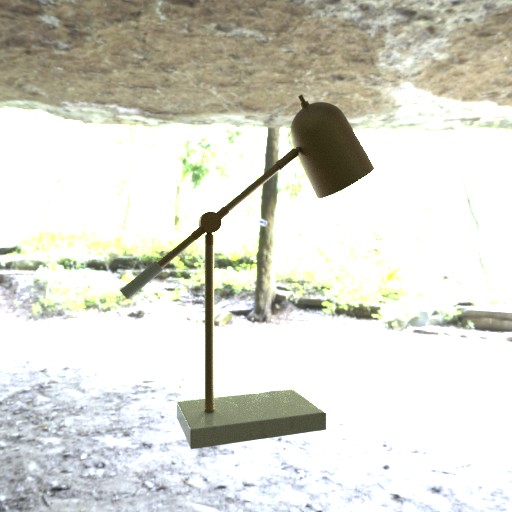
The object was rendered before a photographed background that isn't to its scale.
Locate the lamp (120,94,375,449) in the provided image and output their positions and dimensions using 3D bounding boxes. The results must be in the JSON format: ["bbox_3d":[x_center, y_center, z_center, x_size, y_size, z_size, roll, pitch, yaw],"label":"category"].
[{"bbox_3d":[0.000,0.000,0.802,0.471,0.603,0.144,0,0,-19],"label":"lamp"}]
